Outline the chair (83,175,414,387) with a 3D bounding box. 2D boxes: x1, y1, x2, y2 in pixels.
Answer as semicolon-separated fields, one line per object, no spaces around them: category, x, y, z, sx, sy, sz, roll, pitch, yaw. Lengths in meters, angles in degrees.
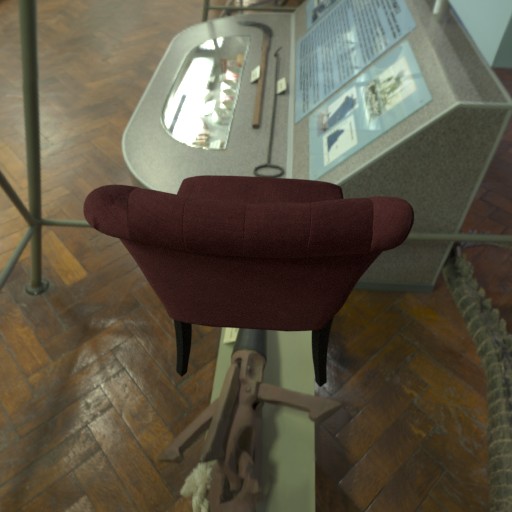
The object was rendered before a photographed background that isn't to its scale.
chair;0.000;0.000;1.192;0.582;0.750;0.605;3;46;3
